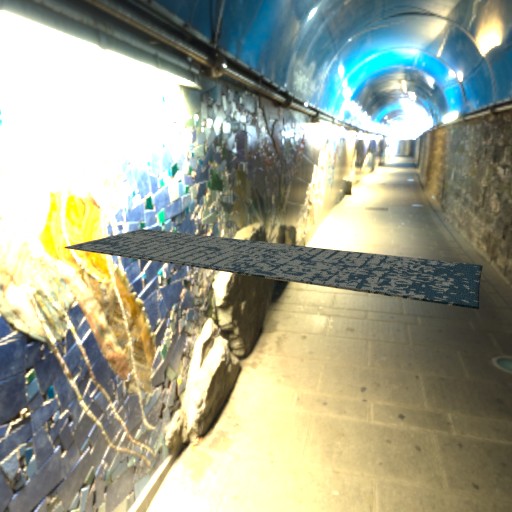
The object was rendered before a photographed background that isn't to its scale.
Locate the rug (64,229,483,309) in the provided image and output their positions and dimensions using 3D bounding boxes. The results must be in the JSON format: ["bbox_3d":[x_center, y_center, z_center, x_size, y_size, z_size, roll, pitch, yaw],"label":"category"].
[{"bbox_3d":[0.000,0.000,2.672,2.435,0.011,0.750,7,16,27],"label":"rug"}]
